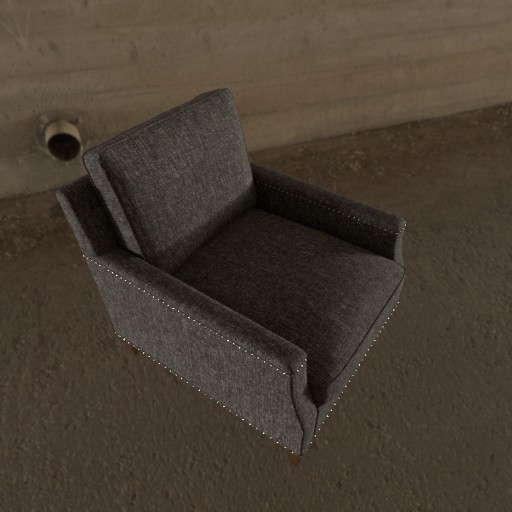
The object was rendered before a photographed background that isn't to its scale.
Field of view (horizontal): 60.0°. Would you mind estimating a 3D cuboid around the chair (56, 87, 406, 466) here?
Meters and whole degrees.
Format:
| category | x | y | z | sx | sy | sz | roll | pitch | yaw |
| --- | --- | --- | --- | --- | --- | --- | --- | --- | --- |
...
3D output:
| category | x | y | z | sx | sy | sz | roll | pitch | yaw |
| --- | --- | --- | --- | --- | --- | --- | --- | --- | --- |
| chair | 0.000 | 0.000 | 1.693 | 1.014 | 0.943 | 0.853 | 25 | 47 | 25 |
